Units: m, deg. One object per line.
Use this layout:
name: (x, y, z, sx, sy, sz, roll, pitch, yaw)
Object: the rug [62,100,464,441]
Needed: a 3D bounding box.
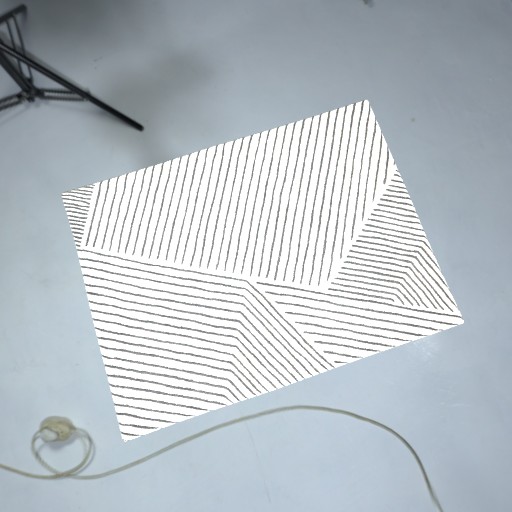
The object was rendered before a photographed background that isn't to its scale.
rug: (0.000, 0.000, 3.188, 2.449, 0.028, 1.829, -18, 78, -4)
